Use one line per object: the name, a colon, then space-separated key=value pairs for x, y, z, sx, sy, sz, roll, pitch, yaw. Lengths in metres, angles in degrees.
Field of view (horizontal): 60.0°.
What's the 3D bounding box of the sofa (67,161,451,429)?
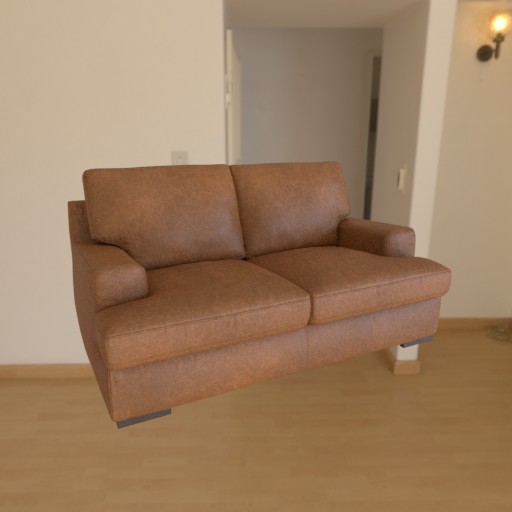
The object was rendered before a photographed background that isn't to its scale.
sofa: x=0.000 y=0.000 z=2.461 sx=1.880 sy=0.966 sz=1.144 roll=-8 pitch=18 yaw=-26
